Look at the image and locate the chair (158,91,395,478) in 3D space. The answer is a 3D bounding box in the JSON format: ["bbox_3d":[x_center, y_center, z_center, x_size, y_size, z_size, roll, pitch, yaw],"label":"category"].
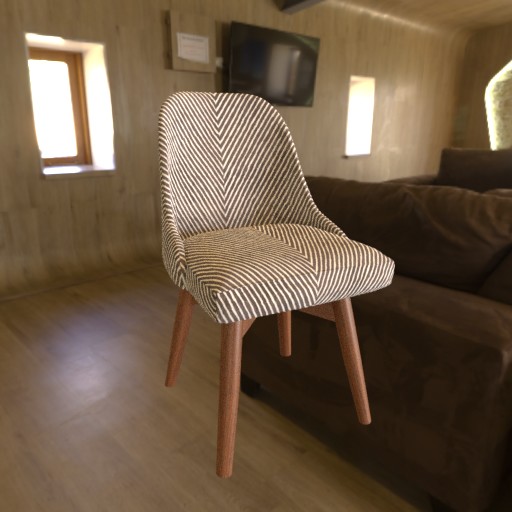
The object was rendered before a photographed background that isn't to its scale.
[{"bbox_3d":[0.000,0.000,1.220,0.504,0.883,0.591,-8,18,-26],"label":"chair"}]
